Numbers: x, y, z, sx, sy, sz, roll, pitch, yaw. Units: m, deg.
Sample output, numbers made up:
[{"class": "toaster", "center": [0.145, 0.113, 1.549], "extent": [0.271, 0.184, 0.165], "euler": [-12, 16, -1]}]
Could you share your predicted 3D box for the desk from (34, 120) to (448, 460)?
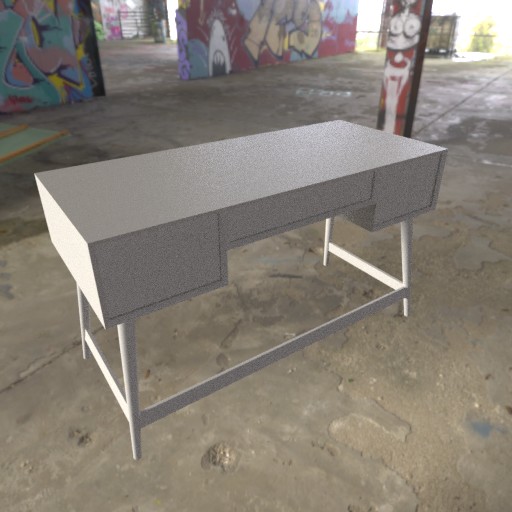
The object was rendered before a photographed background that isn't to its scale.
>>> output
[{"class": "desk", "center": [0.000, 0.000, 1.708], "extent": [1.313, 0.762, 0.589], "euler": [-19, 35, -29]}]
